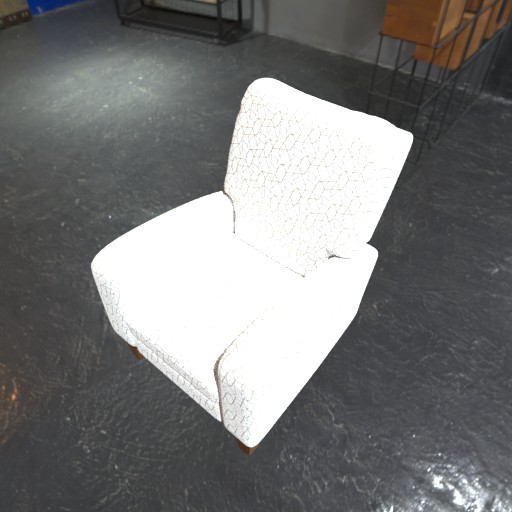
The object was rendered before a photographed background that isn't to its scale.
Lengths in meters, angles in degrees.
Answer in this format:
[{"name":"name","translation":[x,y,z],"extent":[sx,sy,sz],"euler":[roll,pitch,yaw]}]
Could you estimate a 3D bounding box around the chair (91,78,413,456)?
[{"name":"chair","translation":[0.000,0.000,1.756],"extent":[0.796,1.064,0.995],"euler":[31,54,27]}]
